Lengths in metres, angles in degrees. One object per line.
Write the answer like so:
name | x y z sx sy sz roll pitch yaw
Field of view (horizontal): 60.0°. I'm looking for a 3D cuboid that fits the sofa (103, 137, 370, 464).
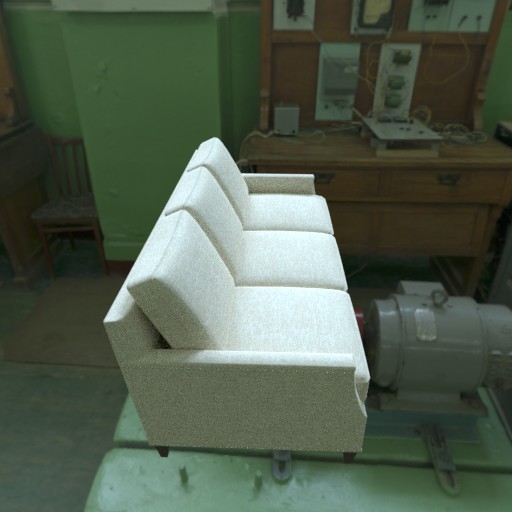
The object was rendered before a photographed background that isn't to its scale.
sofa | 0.000 0.000 2.732 1.041 0.940 2.210 1 30 2
